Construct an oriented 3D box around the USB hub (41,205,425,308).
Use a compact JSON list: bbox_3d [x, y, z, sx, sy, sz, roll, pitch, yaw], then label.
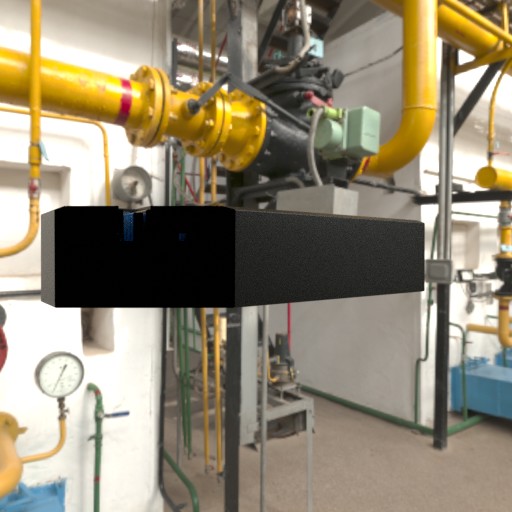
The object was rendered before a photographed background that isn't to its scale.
[{"bbox_3d":[0.000,0.000,0.131,0.110,0.023,0.044,0,0,-36],"label":"USB hub"}]
